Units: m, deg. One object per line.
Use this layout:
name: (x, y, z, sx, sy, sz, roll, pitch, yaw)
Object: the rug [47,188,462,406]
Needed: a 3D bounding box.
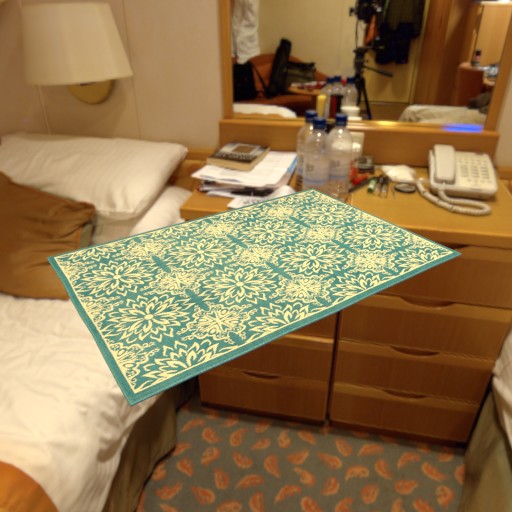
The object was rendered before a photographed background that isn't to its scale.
rug: (0.000, 0.000, 3.541, 2.769, 0.018, 1.830, -18, 34, -30)
